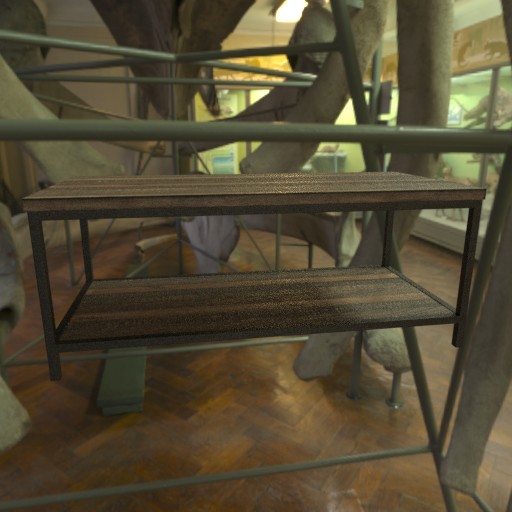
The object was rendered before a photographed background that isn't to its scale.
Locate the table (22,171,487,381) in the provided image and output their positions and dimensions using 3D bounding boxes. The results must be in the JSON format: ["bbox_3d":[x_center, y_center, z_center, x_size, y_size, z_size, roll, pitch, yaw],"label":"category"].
[{"bbox_3d":[0.000,0.000,1.199,0.990,0.399,0.452,-3,16,-9],"label":"table"}]
